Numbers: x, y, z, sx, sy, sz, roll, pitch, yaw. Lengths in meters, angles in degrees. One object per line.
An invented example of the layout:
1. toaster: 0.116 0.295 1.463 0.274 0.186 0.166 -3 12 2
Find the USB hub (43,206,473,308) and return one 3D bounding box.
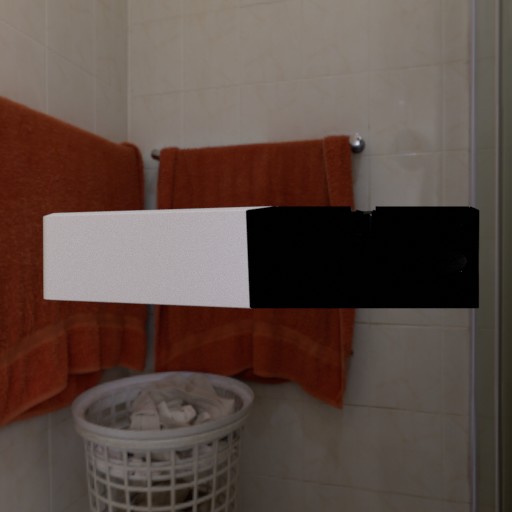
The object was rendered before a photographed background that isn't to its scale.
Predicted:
1. USB hub: 0.000 0.000 0.123 0.110 0.023 0.044 0 1 18
